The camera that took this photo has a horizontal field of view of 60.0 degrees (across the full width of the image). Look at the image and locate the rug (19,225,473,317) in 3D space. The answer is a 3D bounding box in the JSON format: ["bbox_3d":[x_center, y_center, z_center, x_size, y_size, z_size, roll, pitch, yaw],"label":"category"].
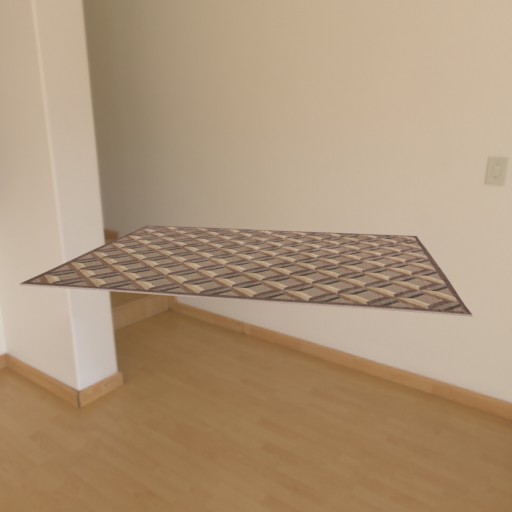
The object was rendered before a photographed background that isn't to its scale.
[{"bbox_3d":[0.000,0.000,2.908,2.260,0.013,1.600,3,16,11],"label":"rug"}]
